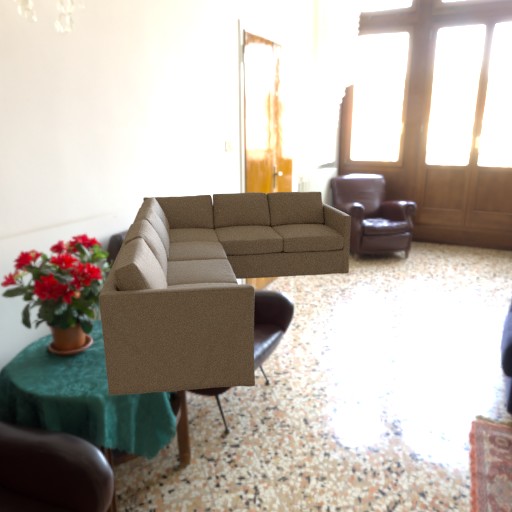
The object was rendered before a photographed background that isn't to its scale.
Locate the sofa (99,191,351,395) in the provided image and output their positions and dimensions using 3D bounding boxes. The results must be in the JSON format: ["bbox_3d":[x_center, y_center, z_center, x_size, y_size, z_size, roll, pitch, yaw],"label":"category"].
[{"bbox_3d":[0.000,0.000,4.335,2.432,0.871,3.182,-3,16,-10],"label":"sofa"}]
